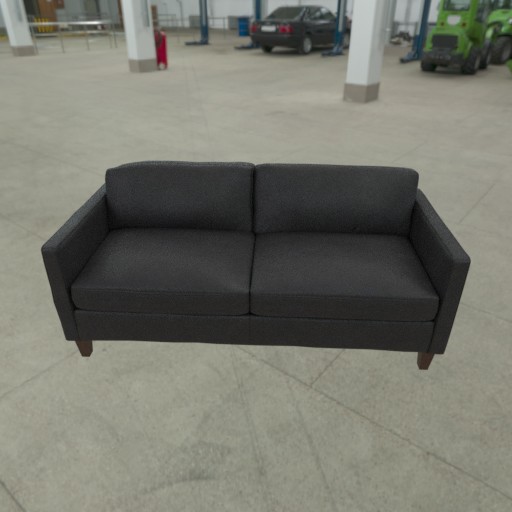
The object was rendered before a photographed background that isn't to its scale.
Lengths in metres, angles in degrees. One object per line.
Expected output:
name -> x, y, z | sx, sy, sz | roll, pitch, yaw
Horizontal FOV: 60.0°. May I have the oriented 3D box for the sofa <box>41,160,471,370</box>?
sofa -> 0.000, 0.000, 2.468 | 1.971, 0.863, 0.933 | 2, 30, 3
